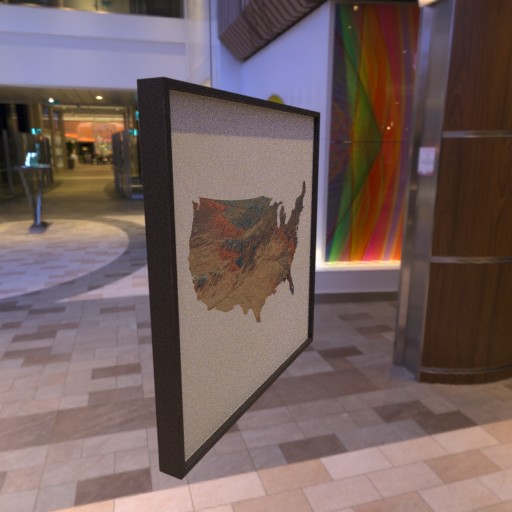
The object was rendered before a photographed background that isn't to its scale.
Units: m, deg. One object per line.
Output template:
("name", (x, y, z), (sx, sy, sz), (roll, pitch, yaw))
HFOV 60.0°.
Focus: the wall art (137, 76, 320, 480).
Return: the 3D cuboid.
("wall art", (0.000, 0.000, 0.763), (0.038, 0.507, 0.507), (7, 15, 27))
